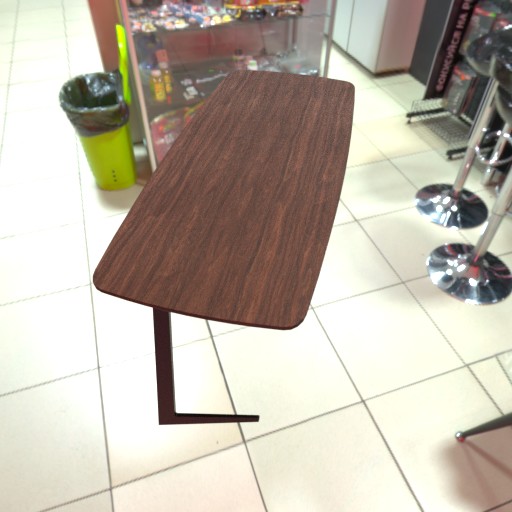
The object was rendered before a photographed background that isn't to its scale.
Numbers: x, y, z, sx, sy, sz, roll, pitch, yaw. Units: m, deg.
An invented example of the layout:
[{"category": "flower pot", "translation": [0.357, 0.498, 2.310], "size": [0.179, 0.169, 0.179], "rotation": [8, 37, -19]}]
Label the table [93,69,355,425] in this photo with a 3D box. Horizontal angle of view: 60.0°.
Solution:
[{"category": "table", "translation": [0.000, 0.000, 1.102], "size": [0.361, 0.576, 0.804], "rotation": [10, 47, 10]}]
